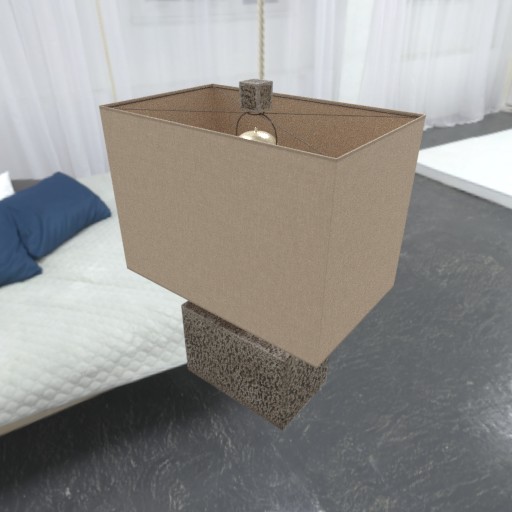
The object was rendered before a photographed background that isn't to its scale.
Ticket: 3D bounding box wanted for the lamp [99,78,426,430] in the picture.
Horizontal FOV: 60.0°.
[{"bbox_3d":[0.000,0.000,0.553,0.294,0.411,0.180,22,37,32],"label":"lamp"}]
